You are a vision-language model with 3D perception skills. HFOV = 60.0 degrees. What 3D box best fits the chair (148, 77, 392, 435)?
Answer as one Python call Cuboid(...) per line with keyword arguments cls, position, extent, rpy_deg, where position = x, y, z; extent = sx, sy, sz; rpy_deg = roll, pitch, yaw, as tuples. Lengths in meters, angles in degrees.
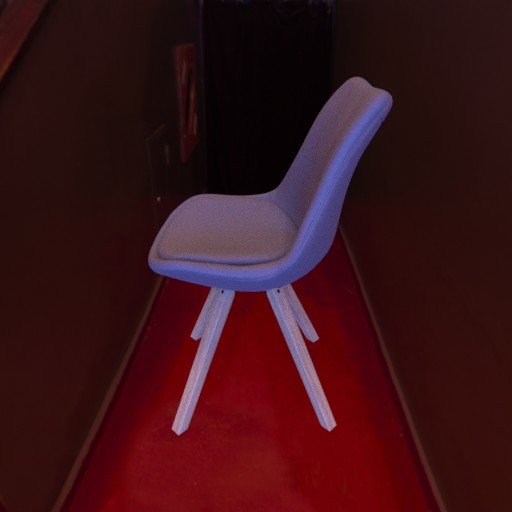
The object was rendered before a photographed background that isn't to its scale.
Cuboid(cls="chair", position=(0.000, 0.000, 1.182), extent=(0.547, 0.865, 0.483), rpy_deg=(0, 28, 0))
